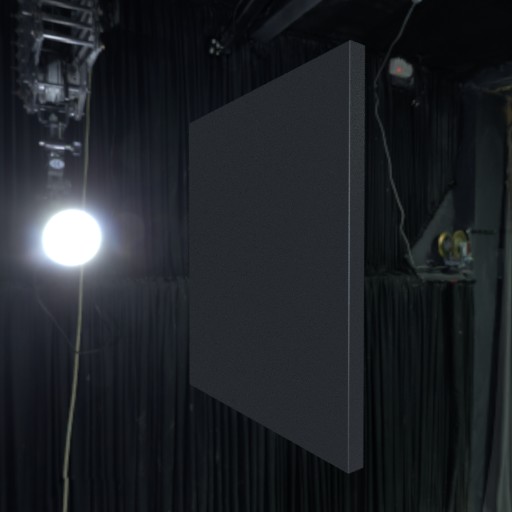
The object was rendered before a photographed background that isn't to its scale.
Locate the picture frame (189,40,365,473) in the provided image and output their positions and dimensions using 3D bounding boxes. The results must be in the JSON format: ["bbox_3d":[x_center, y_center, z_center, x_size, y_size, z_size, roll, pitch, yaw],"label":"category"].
[{"bbox_3d":[0.000,0.000,0.766,0.028,0.556,0.460,-1,1,-35],"label":"picture frame"}]
